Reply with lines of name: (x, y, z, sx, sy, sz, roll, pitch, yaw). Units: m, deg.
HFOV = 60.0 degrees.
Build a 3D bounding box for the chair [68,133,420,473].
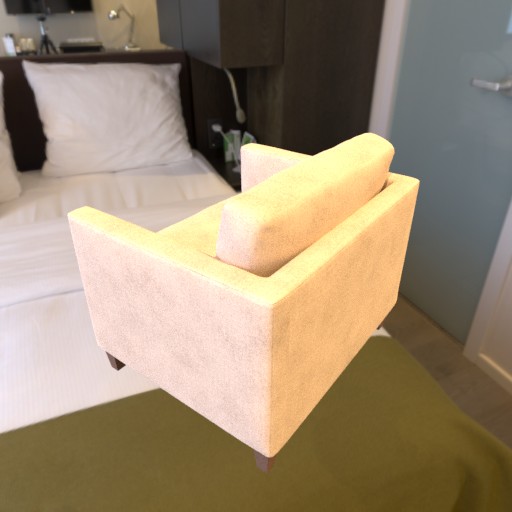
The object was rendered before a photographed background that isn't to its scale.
chair: (0.000, 0.000, 1.883, 0.959, 0.961, 1.133, 21, 36, 31)
